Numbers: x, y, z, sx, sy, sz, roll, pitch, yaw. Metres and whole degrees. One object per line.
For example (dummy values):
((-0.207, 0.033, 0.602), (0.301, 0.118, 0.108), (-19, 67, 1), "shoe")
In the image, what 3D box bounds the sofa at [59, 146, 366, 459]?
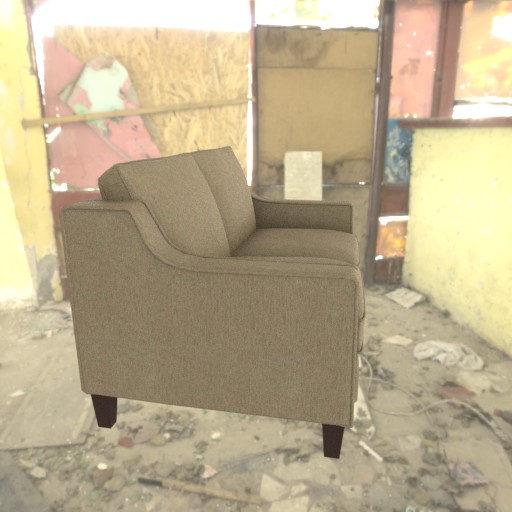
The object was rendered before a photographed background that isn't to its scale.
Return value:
((0.000, 0.000, 2.109), (0.985, 0.981, 1.503), (3, 16, 11), "sofa")
